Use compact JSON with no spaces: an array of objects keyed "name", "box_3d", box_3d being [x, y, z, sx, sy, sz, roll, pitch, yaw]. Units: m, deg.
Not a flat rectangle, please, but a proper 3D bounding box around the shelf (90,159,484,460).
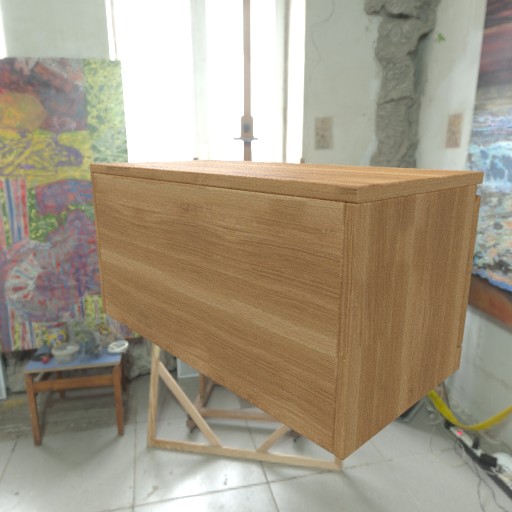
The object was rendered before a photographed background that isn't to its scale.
[{"name":"shelf","box_3d":[0.000,0.000,1.013,0.400,0.400,0.800,-13,19,-41]}]
